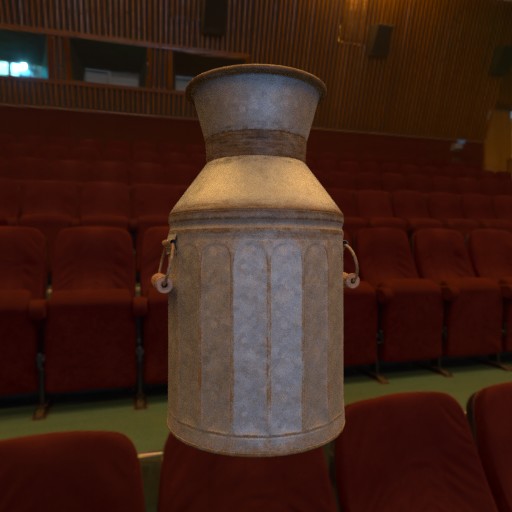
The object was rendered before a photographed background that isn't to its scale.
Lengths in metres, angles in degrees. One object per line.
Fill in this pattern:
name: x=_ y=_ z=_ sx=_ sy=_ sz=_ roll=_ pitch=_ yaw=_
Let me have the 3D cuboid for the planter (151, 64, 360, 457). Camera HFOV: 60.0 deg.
planter: x=0.000 y=0.000 z=0.539 sx=0.245 sy=0.396 sz=0.214 roll=0 pitch=0 yaw=-17
